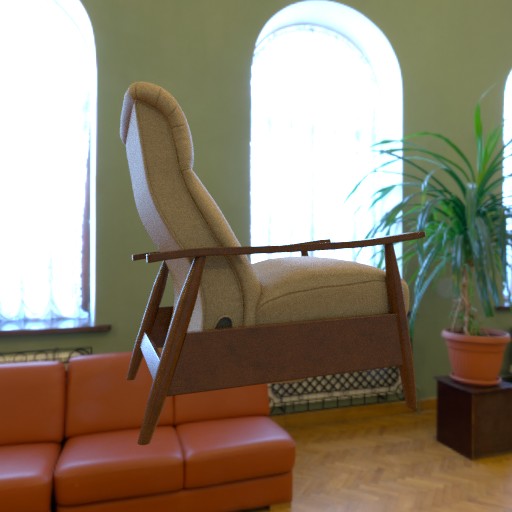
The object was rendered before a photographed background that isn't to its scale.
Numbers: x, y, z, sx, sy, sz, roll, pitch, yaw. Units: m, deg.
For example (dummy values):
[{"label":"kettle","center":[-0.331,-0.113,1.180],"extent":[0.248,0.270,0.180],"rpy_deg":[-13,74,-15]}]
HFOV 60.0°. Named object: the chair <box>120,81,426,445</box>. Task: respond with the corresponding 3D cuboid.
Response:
[{"label":"chair","center":[0.000,0.000,1.766],"extent":[1.030,1.082,0.762],"rpy_deg":[0,0,-19]}]
